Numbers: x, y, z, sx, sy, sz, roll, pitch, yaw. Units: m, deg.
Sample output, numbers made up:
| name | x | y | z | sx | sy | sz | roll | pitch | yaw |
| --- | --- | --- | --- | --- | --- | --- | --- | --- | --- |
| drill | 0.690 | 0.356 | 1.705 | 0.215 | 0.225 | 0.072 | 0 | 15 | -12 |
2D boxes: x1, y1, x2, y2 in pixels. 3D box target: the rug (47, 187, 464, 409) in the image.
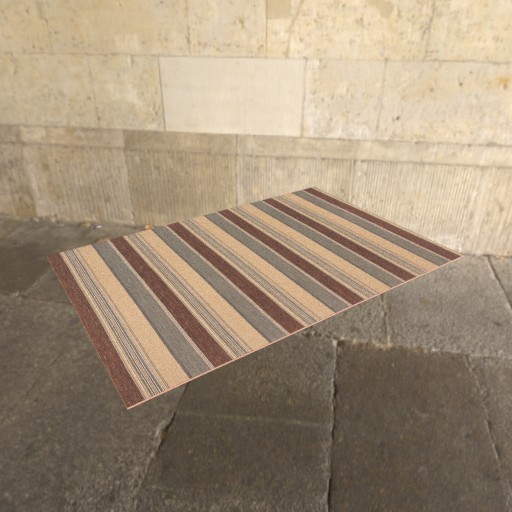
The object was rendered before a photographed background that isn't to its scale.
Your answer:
| name | x | y | z | sx | sy | sz | roll | pitch | yaw |
| --- | --- | --- | --- | --- | --- | --- | --- | --- | --- |
| rug | 0.000 | 0.000 | 2.328 | 1.829 | 0.008 | 1.219 | -18 | 34 | -29 |
